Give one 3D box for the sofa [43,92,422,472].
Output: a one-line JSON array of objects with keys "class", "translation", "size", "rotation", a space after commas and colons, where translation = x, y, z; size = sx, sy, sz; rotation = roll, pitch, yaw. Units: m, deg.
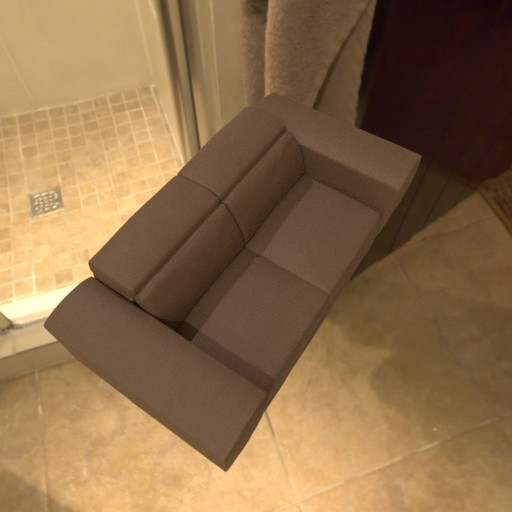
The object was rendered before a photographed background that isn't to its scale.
[{"class": "sofa", "translation": [0.000, 0.000, 2.381], "size": [1.003, 0.779, 1.895], "rotation": [30, 63, 17]}]
